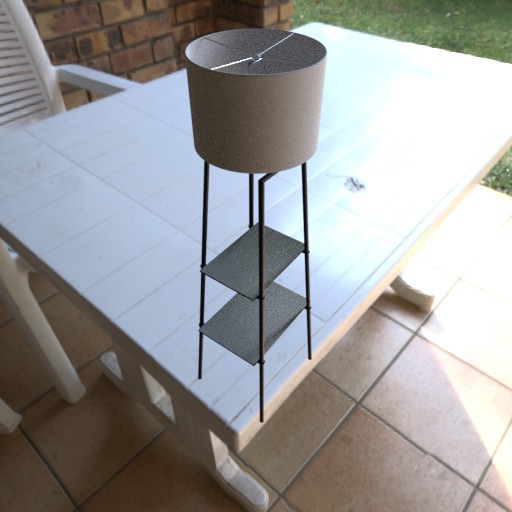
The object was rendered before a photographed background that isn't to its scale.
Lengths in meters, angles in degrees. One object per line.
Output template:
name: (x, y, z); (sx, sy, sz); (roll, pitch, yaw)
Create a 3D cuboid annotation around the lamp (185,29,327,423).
lamp: (0.000, 0.000, 1.666); (0.384, 1.474, 0.427); (26, 48, 26)
